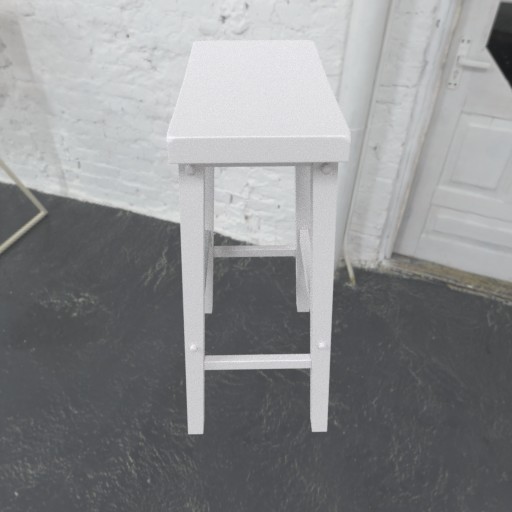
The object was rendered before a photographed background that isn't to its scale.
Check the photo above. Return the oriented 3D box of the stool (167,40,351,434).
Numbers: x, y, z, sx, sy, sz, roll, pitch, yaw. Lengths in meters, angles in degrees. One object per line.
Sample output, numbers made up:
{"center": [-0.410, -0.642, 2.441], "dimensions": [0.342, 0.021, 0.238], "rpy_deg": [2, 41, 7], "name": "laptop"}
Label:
{"center": [0.000, 0.000, 0.939], "dimensions": [0.322, 0.742, 0.406], "rpy_deg": [-1, 41, -1], "name": "stool"}
